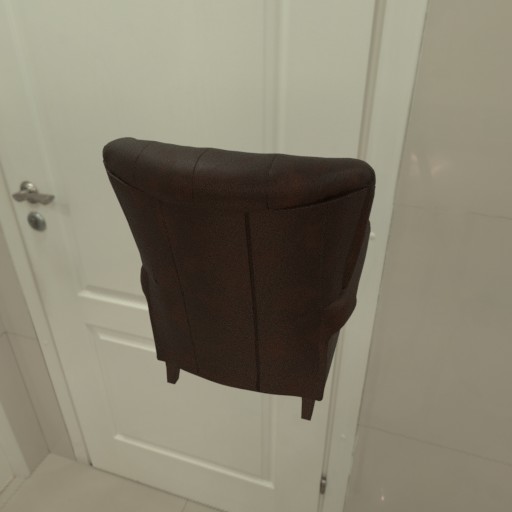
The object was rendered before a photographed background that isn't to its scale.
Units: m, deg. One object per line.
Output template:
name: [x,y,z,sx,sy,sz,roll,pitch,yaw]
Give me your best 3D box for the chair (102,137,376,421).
chair: [0.000,0.000,1.934,0.948,1.158,1.058,10,31,16]
